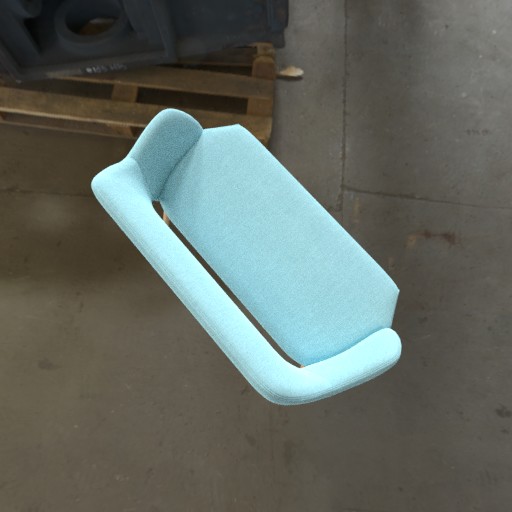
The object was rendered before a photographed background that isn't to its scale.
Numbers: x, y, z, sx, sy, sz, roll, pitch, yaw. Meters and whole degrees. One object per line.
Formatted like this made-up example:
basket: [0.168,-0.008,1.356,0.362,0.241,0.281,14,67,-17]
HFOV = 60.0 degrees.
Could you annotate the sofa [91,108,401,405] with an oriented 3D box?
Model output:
sofa: [0.000,0.000,1.646,0.610,0.840,1.150,-40,79,-10]
